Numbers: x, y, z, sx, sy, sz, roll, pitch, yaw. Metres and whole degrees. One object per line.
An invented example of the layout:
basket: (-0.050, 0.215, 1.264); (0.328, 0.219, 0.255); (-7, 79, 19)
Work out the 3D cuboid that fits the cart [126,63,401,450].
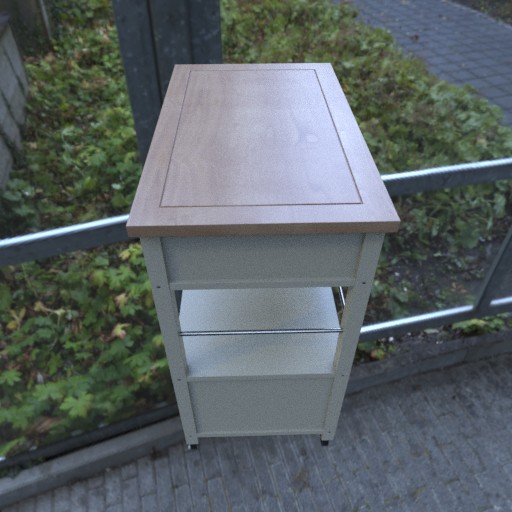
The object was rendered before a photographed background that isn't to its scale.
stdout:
cart: (0.000, 0.000, 1.347); (0.459, 0.901, 0.840); (-1, 42, -1)
